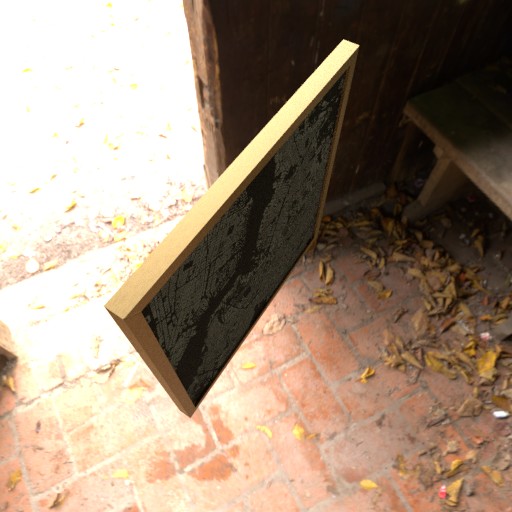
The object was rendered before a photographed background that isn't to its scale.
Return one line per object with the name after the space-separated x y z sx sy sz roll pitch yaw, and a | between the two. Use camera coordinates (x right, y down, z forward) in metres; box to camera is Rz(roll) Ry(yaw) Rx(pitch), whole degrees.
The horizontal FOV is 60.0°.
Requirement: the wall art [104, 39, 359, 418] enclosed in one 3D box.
0.000 0.000 2.878 0.099 1.926 1.926 30 64 16 | wall art
